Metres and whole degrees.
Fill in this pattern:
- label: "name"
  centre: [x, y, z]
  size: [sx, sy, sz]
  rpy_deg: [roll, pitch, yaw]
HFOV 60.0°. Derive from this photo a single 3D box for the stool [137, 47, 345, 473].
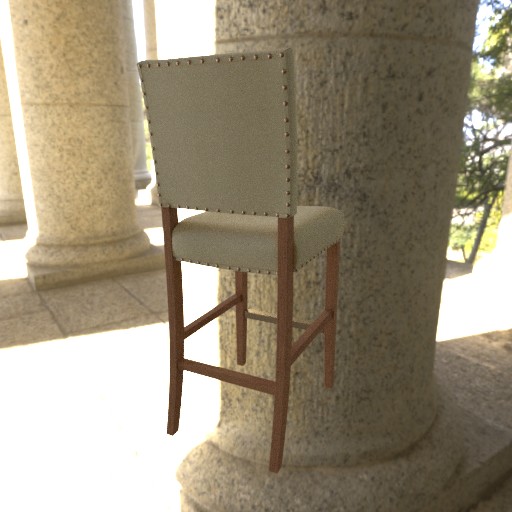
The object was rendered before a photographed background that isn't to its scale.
- label: "stool"
  centre: [0.000, 0.000, 1.478]
  size: [0.445, 1.168, 0.584]
  rpy_deg: [8, 17, 25]
